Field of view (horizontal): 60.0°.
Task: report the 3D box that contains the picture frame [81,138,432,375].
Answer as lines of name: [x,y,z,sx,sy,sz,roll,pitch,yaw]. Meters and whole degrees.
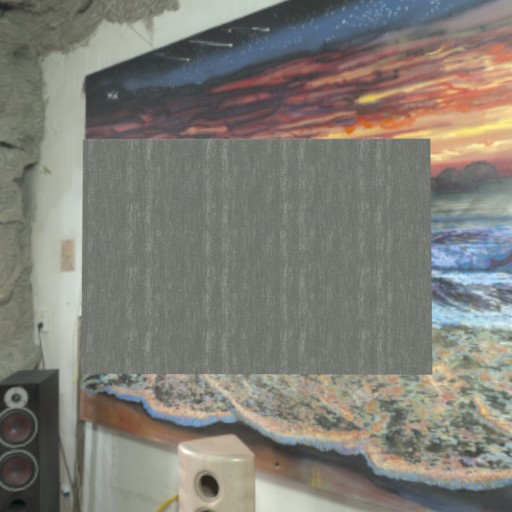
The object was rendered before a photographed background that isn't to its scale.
picture frame: [0.000,0.000,1.220,0.950,0.640,0.029,0,-1,1]
